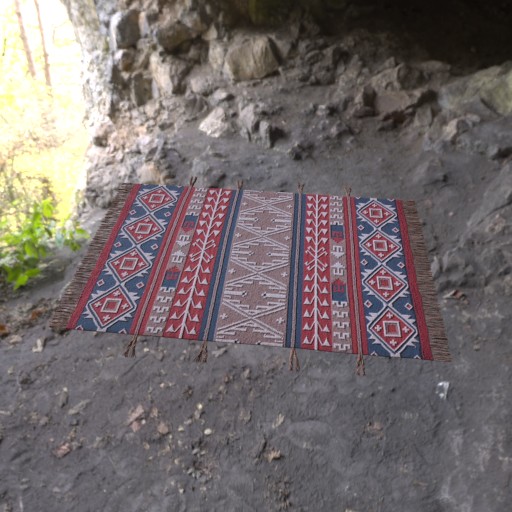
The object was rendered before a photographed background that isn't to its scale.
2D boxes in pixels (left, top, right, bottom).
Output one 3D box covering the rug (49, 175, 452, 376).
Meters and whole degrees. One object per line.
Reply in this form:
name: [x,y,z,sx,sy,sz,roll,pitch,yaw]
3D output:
rug: [0.000,0.000,2.599,2.025,0.040,1.469,4,46,4]
